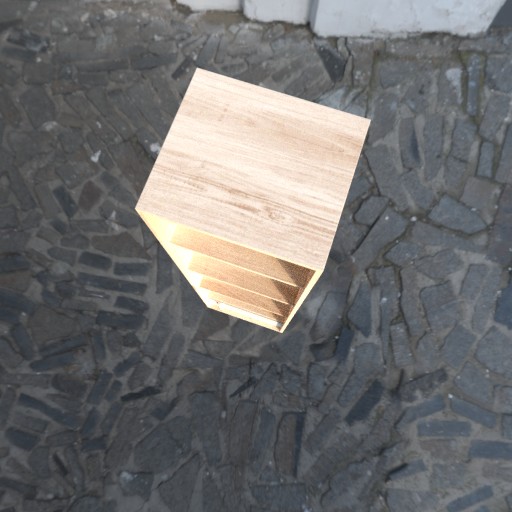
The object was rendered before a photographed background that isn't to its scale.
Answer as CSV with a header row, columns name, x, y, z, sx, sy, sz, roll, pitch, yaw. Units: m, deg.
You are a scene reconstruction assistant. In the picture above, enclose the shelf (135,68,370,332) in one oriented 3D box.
name,x,y,z,sx,sy,sz,roll,pitch,yaw
shelf,0.000,0.000,2.129,0.510,1.960,0.450,18,76,5
